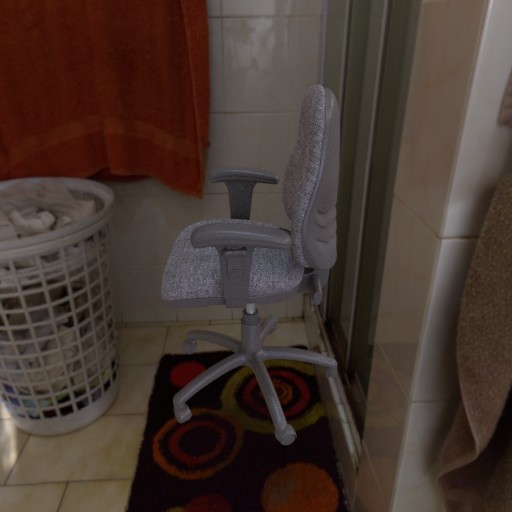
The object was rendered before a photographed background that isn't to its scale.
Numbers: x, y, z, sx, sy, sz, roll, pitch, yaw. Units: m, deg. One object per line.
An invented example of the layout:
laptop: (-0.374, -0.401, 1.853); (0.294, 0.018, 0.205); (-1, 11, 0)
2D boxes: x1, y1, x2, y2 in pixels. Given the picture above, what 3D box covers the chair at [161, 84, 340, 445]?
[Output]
chair: (0.000, 0.000, 1.262); (0.530, 0.910, 0.550); (0, 27, 0)
